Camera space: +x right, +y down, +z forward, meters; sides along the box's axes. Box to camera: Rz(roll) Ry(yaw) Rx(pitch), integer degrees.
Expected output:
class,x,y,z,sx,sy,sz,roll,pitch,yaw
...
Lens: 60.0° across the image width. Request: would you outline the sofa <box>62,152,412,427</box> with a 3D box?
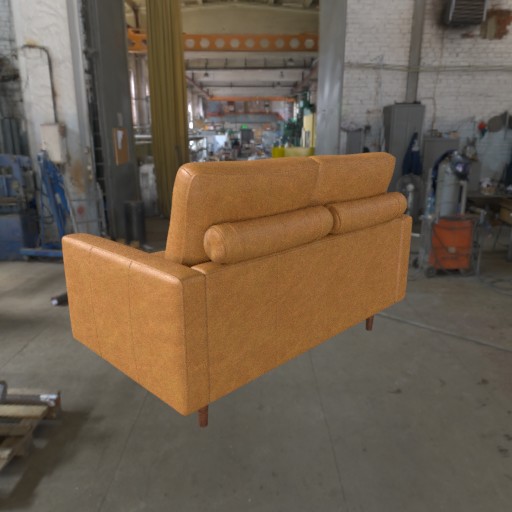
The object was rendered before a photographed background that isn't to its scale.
class,x,y,z,sx,sy,sz,roll,pitch,yaw
sofa,0.000,0.000,1.998,0.868,0.898,1.430,15,21,43
